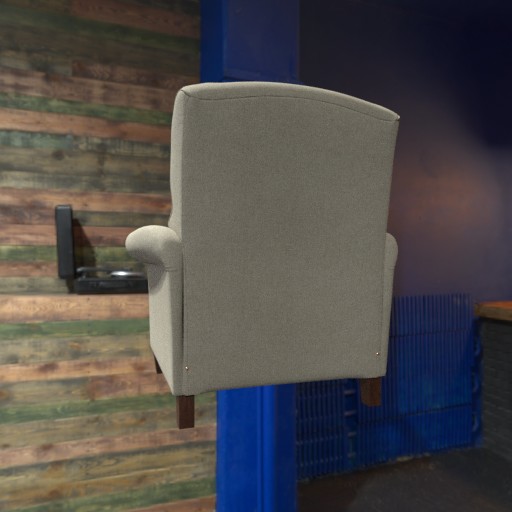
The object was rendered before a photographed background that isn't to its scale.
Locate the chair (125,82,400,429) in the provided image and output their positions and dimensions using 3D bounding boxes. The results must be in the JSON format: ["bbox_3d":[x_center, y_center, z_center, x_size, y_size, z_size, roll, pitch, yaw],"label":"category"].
[{"bbox_3d":[0.000,0.000,1.776,0.978,1.061,0.905,0,-1,-18],"label":"chair"}]
